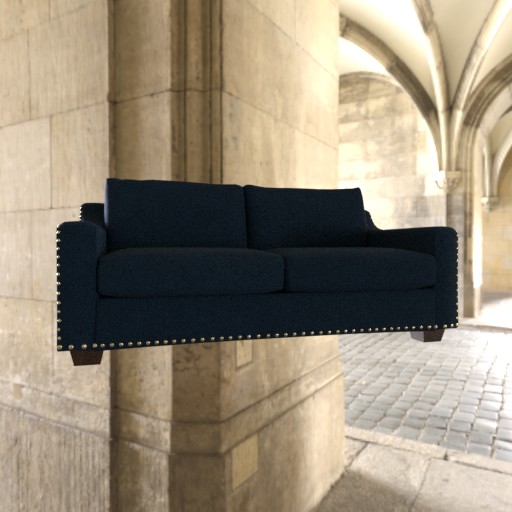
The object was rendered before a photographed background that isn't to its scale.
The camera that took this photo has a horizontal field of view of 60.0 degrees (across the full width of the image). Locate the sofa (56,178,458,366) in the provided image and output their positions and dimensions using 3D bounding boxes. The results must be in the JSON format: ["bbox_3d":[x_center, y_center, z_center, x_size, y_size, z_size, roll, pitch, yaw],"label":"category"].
[{"bbox_3d":[0.000,0.000,2.711,2.107,0.983,1.104,0,1,-16],"label":"sofa"}]
